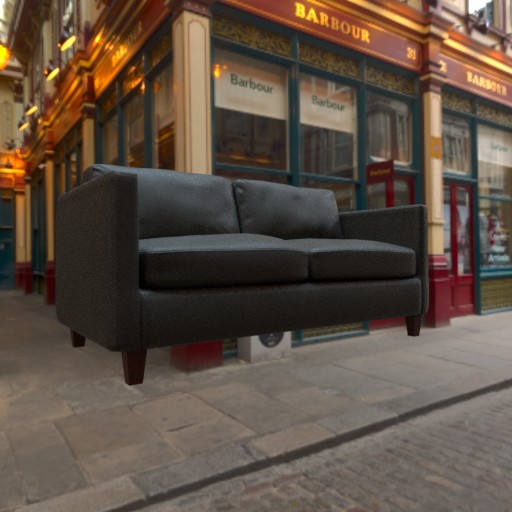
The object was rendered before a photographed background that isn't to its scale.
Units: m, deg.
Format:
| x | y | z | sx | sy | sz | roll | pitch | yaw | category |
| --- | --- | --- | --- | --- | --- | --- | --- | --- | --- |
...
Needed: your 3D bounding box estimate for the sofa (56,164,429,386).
| x | y | z | sx | sy | sz | roll | pitch | yaw | category |
| --- | --- | --- | --- | --- | --- | --- | --- | --- | --- |
| 0.000 | 0.000 | 2.432 | 1.883 | 0.933 | 0.951 | 0 | 0 | -35 | sofa |
